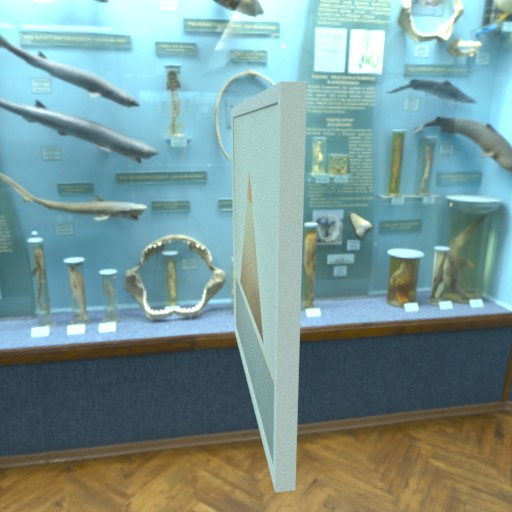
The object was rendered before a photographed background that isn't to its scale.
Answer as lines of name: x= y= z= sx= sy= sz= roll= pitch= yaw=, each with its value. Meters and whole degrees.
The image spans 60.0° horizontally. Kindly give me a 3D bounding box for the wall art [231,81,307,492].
wall art: x=0.000 y=0.000 z=1.147 sx=0.041 sy=0.765 sz=0.768 roll=-2 pitch=16 yaw=-8
